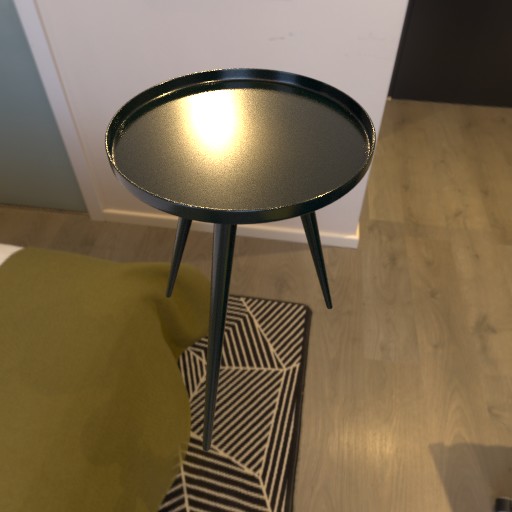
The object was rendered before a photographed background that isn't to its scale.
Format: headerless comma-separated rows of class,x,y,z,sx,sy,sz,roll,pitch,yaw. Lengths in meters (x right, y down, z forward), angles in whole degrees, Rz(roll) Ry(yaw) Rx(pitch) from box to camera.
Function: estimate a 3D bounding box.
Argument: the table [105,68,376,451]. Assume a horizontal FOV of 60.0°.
table,0.000,0.000,0.820,0.415,0.548,0.403,-16,48,-15
